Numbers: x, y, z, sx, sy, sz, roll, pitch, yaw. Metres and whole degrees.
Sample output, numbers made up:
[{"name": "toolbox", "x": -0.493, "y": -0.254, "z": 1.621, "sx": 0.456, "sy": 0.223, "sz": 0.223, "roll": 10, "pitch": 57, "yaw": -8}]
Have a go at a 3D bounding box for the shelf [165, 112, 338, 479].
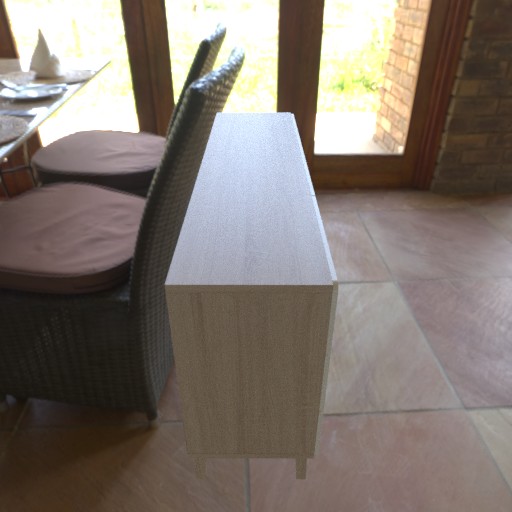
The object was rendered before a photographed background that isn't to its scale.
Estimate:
[{"name": "shelf", "x": 0.000, "y": 0.000, "z": 1.814, "sx": 0.400, "sy": 0.780, "sz": 1.490, "roll": 0, "pitch": 32, "yaw": 0}]
